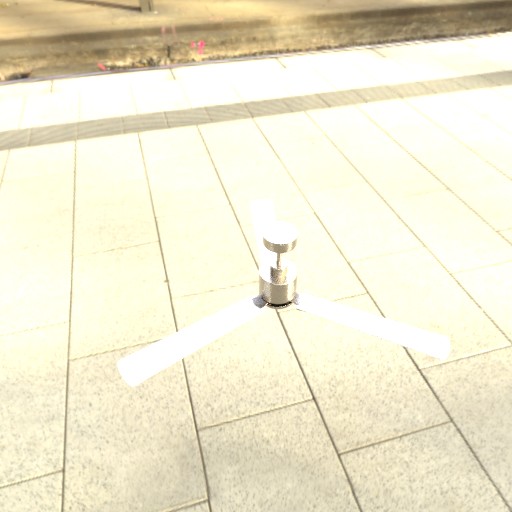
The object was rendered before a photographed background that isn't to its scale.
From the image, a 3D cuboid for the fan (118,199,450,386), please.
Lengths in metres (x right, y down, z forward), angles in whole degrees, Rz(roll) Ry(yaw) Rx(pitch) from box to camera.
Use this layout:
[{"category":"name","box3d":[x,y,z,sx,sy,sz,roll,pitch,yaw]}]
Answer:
[{"category":"fan","box3d":[0.000,0.000,2.339,1.561,0.446,1.531,-12,43,-13]}]
